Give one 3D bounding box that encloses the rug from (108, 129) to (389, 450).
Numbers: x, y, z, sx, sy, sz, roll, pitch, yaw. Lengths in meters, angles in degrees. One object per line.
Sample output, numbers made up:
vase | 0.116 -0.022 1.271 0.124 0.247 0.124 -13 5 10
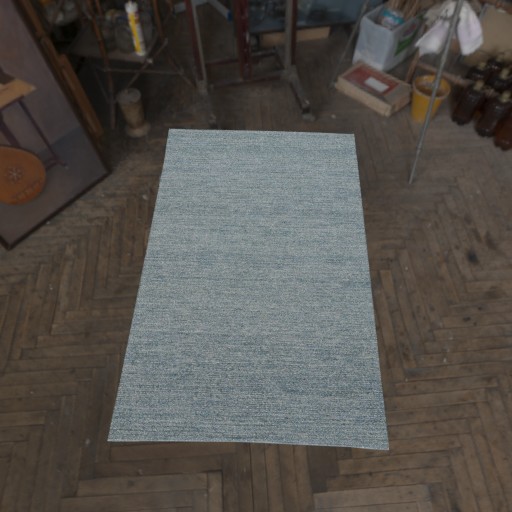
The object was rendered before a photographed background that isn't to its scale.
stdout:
rug | 0.000 0.000 2.319 1.174 0.022 1.853 2 59 1
